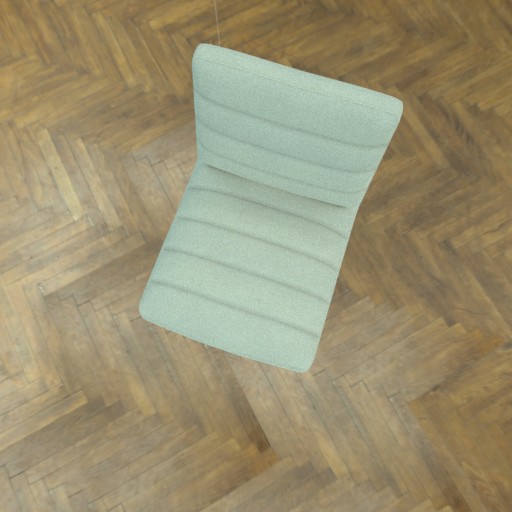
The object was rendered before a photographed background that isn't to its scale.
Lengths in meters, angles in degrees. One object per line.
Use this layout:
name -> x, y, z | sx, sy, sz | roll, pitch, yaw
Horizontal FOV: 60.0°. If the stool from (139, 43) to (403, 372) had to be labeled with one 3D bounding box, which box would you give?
stool -> 0.000, 0.000, 1.286 | 0.459, 0.971, 0.567 | 18, 77, 4
